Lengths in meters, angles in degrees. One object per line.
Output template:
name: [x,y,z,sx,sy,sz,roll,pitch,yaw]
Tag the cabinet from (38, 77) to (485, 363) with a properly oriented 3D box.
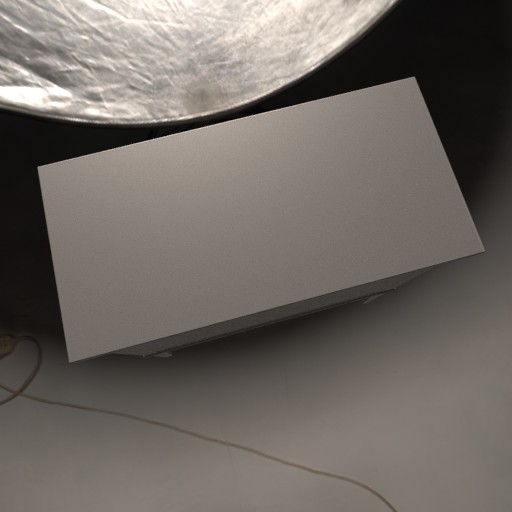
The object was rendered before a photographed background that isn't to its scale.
cabinet: [0.000,0.000,1.245,0.801,0.780,0.396,-15,77,-4]
